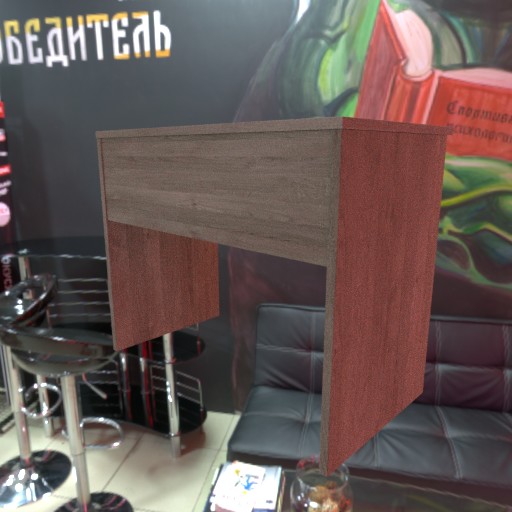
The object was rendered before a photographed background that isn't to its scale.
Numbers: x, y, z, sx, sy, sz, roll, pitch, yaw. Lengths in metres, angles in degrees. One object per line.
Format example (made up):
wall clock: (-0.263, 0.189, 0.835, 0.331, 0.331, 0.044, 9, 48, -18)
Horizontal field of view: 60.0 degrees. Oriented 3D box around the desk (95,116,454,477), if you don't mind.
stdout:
desk: (0.000, 0.000, 1.319, 0.893, 0.724, 0.498, 13, 18, 42)
